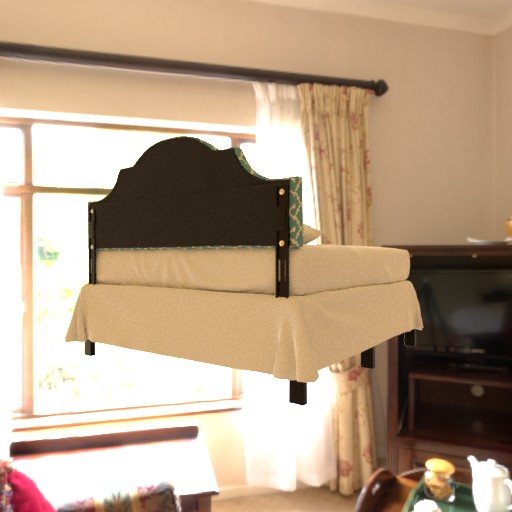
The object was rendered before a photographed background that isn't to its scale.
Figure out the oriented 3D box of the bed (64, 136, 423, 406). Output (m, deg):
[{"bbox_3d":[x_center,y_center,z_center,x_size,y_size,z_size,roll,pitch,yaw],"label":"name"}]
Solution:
[{"bbox_3d":[0.000,0.000,3.765,2.314,1.601,2.222,0,0,37],"label":"bed"}]
